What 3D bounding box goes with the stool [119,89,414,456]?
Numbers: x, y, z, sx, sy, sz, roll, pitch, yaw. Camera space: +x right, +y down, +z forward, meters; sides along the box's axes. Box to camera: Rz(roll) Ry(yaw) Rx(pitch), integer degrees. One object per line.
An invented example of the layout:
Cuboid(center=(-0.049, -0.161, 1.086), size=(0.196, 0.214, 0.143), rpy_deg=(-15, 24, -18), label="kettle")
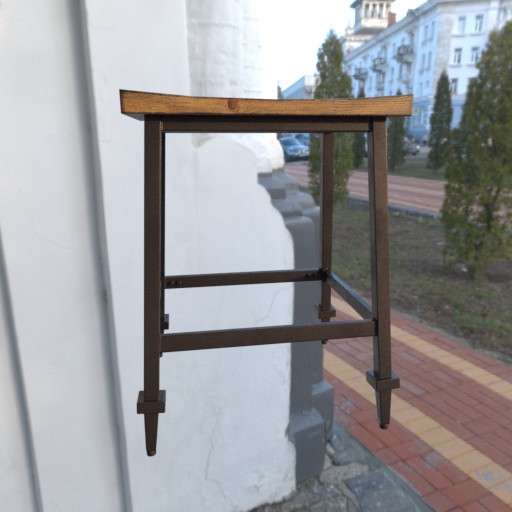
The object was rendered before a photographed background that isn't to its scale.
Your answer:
Cuboid(center=(0.000, 0.000, 0.938), size=(0.486, 0.625, 0.405), rpy_deg=(-3, 15, -9), label="stool")
